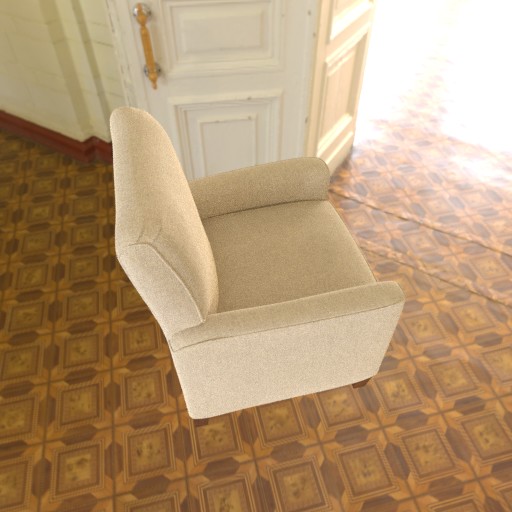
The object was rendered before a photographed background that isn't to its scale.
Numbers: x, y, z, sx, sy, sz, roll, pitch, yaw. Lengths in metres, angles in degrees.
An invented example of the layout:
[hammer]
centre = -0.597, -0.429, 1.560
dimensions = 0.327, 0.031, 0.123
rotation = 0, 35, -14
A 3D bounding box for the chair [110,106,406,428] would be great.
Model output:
[chair]
centre = 0.000, 0.000, 1.672
dimensions = 0.859, 1.023, 0.845
rotation = -11, 48, -10
